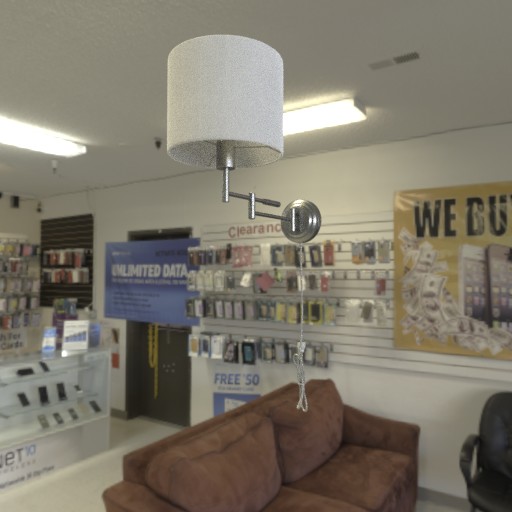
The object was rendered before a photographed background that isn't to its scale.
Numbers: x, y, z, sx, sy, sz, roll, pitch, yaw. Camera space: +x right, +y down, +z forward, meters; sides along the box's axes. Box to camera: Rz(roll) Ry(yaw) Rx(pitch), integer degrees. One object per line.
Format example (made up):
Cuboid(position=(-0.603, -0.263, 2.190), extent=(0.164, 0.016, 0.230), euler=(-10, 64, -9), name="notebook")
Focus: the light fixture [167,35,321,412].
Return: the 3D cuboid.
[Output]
Cuboid(position=(0.000, 0.000, 1.058), extent=(0.253, 0.842, 0.479), euler=(-1, -2, 36), name="light fixture")
